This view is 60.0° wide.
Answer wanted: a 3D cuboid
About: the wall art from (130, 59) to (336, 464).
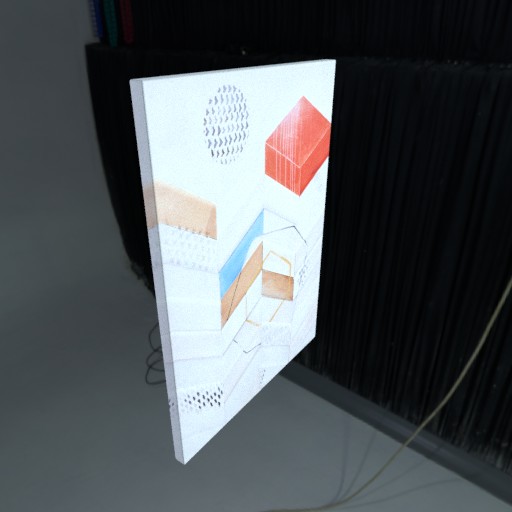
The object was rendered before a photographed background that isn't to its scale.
[{"bbox_3d":[0.000,0.000,1.079,0.036,0.848,0.613,19,33,32],"label":"wall art"}]
